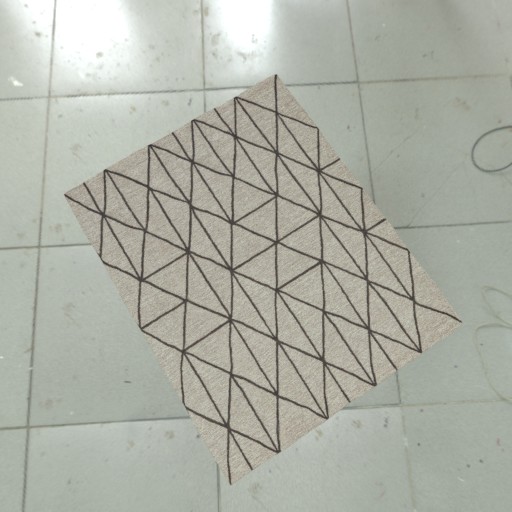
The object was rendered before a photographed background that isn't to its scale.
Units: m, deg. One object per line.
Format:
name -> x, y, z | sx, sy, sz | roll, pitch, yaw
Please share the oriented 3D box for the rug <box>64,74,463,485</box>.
rug -> 0.000, 0.000, 4.095 | 2.468, 0.022, 3.061 | -32, 78, -8
